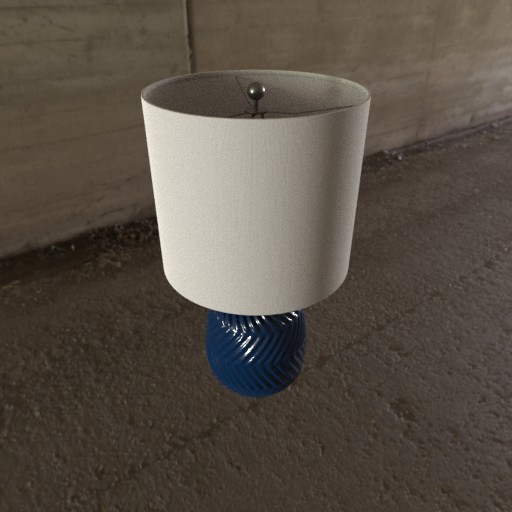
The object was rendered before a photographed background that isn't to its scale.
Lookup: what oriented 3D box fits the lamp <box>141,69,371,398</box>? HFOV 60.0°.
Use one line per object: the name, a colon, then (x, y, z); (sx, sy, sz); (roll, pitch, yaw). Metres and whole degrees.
lamp: (0.000, 0.000, 0.495); (0.203, 0.368, 0.203); (9, 33, 14)
